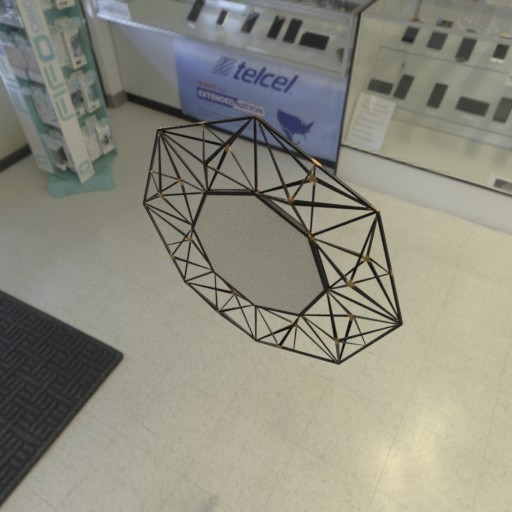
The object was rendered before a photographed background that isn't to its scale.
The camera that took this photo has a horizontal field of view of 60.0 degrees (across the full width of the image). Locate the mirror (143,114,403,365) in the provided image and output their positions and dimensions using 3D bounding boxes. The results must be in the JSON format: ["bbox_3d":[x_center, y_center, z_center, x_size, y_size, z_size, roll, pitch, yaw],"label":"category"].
[{"bbox_3d":[0.000,0.000,1.034,0.710,0.710,0.094,25,51,22],"label":"mirror"}]
